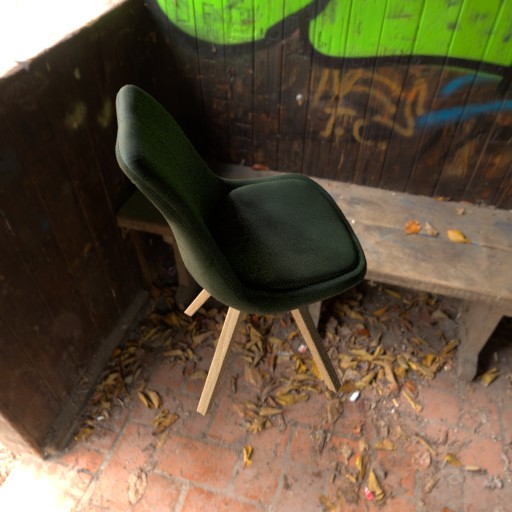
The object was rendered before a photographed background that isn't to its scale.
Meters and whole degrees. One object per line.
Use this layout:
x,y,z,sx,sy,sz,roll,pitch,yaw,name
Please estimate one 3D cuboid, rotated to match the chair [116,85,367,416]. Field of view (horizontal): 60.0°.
0.000,0.000,1.182,0.547,0.865,0.483,-9,46,-8,chair
